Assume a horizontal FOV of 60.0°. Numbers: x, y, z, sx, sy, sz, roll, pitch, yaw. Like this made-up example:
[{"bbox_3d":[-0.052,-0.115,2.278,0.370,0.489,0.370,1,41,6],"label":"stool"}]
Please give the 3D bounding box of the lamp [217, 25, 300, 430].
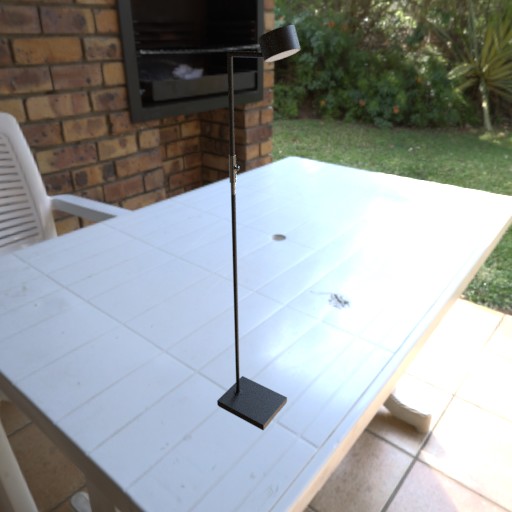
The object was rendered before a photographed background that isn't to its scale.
[{"bbox_3d":[0.000,0.000,1.734,0.304,1.600,0.203,17,32,30],"label":"lamp"}]
